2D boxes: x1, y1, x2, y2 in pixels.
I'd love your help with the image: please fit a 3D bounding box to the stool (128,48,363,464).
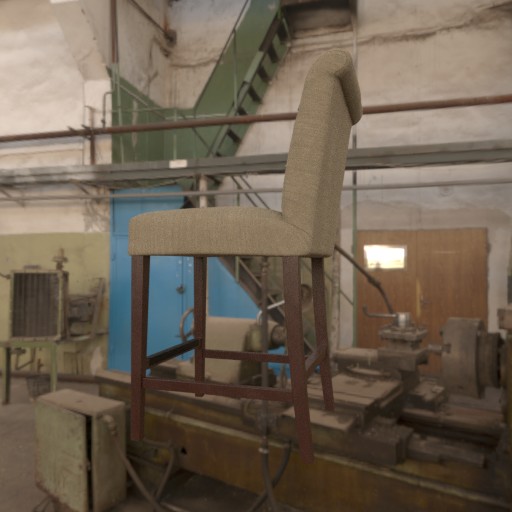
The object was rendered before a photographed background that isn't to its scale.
[{"bbox_3d":[0.000,0.000,1.435,0.660,1.084,0.486,0,-1,17],"label":"stool"}]
